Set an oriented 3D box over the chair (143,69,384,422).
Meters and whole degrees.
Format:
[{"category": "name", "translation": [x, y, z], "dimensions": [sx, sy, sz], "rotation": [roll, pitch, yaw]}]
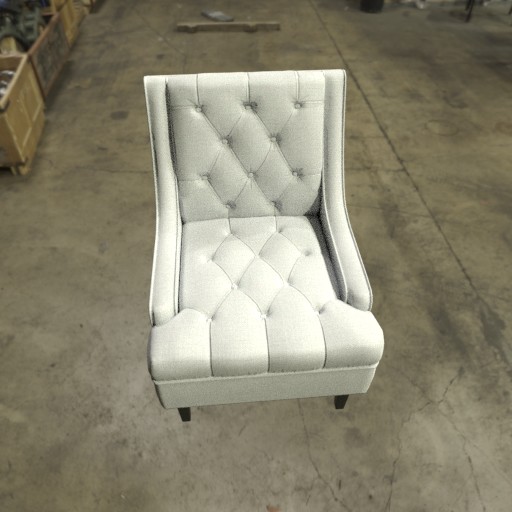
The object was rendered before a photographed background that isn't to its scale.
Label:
[{"category": "chair", "translation": [0.000, 0.000, 1.416], "dimensions": [0.658, 0.891, 0.772], "rotation": [-3, 44, -3]}]
